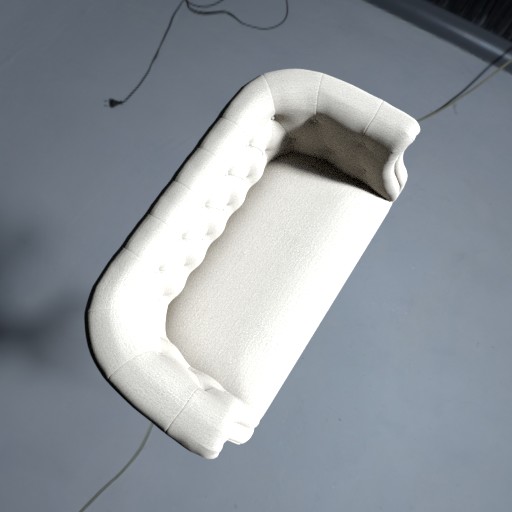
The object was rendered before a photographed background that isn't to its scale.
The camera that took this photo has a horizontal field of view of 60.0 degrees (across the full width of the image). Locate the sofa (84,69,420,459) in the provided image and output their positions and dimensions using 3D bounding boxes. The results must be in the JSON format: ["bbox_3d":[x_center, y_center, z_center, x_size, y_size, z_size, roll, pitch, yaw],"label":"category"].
[{"bbox_3d":[0.000,0.000,2.044,0.835,0.827,1.558,32,79,7],"label":"sofa"}]
